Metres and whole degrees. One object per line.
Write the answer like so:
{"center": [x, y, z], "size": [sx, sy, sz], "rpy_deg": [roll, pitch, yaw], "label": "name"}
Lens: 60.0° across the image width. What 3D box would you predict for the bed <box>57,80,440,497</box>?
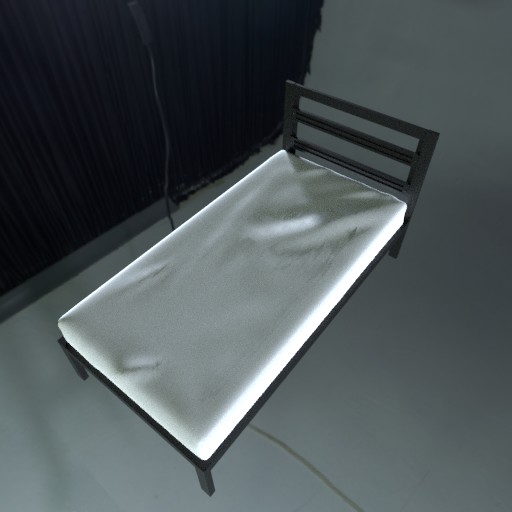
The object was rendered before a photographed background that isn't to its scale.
{"center": [0.000, 0.000, 2.409], "size": [0.991, 0.967, 1.930], "rpy_deg": [30, 54, 25], "label": "bed"}
